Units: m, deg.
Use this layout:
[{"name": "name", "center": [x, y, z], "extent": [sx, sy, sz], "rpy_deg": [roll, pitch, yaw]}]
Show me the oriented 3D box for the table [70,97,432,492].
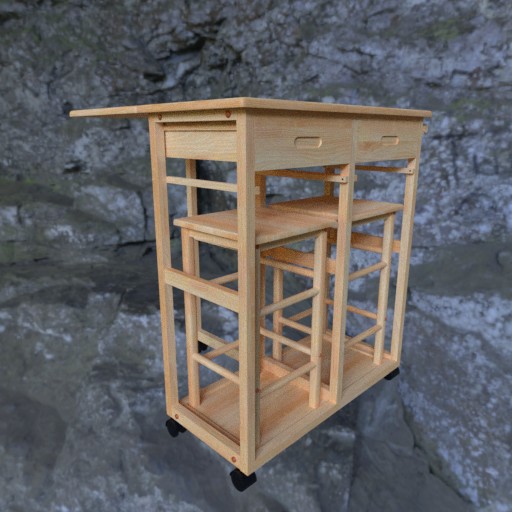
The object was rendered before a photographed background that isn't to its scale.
[{"name": "table", "center": [0.000, 0.000, 1.336], "extent": [0.752, 0.832, 0.693], "rpy_deg": [-15, 21, -43]}]
